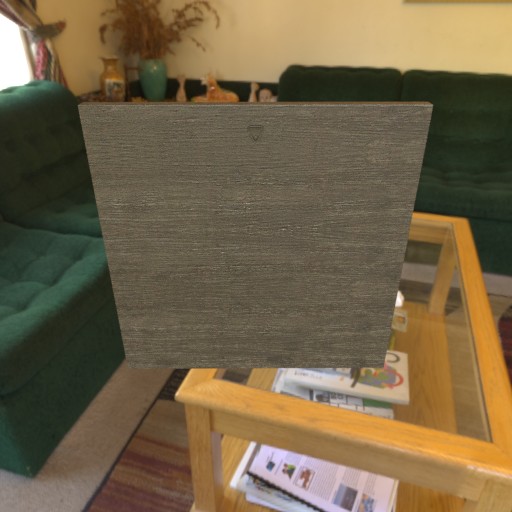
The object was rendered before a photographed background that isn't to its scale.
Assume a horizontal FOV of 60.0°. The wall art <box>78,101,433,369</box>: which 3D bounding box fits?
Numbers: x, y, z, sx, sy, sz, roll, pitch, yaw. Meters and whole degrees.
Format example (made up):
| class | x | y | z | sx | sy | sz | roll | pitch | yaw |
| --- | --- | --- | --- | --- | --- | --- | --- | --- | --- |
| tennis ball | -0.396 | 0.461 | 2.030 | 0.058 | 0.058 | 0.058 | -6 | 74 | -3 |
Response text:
| class | x | y | z | sx | sy | sz | roll | pitch | yaw |
| --- | --- | --- | --- | --- | --- | --- | --- | --- | --- |
| wall art | 0.000 | 0.000 | 0.695 | 0.462 | 0.459 | 0.027 | 0 | 29 | 0 |
